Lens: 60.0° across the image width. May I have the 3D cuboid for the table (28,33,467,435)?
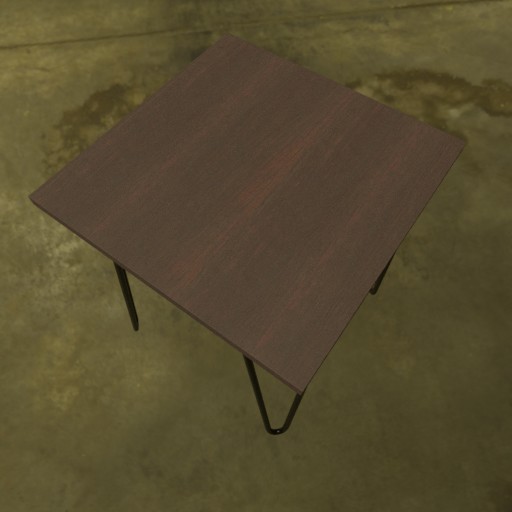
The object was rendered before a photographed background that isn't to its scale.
[{"bbox_3d":[0.000,0.000,0.941,0.495,0.559,0.495,32,65,17],"label":"table"}]
